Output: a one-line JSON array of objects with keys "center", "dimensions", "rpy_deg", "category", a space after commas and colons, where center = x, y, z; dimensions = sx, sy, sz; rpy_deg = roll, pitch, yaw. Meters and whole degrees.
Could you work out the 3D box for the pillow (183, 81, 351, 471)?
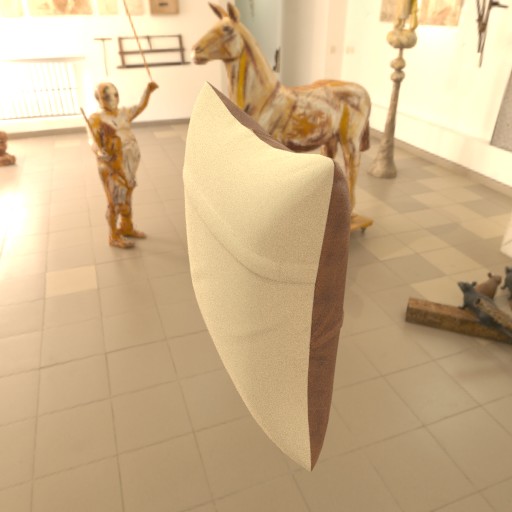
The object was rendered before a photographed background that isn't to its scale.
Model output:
[{"center": [0.000, 0.000, 0.720], "dimensions": [0.192, 0.470, 0.484], "rpy_deg": [-11, 32, -18], "category": "pillow"}]
